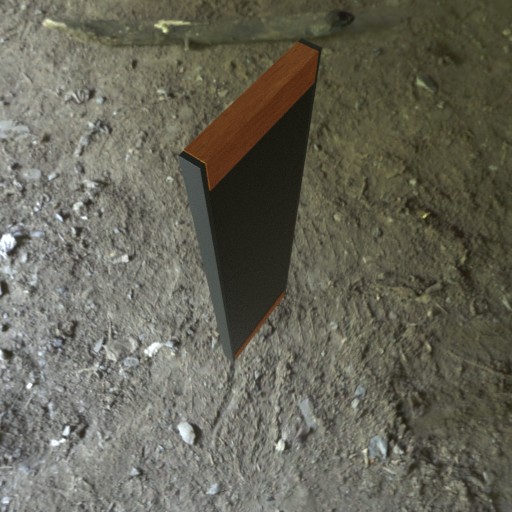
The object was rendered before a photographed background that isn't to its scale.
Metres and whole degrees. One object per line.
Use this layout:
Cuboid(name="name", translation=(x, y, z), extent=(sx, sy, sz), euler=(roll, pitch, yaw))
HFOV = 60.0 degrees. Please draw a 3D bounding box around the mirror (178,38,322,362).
Cuboid(name="mirror", translation=(0.000, 0.000, 1.232), extent=(0.047, 1.123, 0.343), euler=(33, 67, 16))
